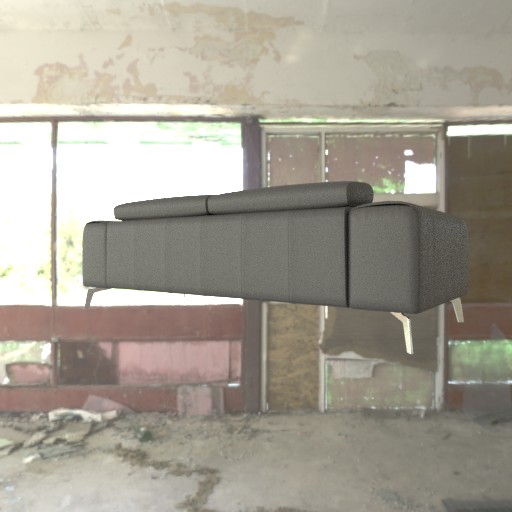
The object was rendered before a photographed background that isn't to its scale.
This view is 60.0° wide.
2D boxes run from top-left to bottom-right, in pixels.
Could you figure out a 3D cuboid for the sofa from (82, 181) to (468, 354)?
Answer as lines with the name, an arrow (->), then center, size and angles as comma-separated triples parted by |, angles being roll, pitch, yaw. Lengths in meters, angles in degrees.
sofa -> 0.000, 0.000, 2.838 | 2.321, 0.759, 1.023 | 1, 1, 36
